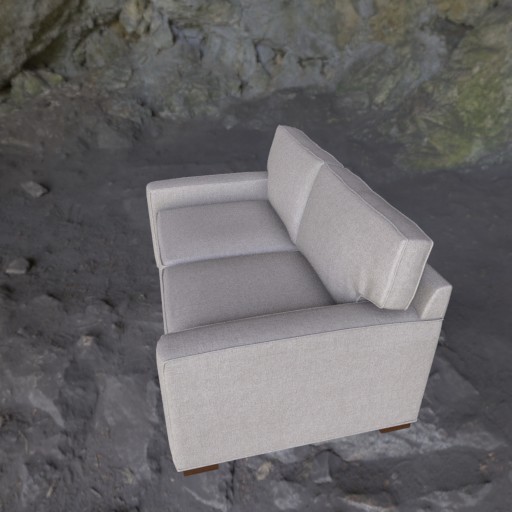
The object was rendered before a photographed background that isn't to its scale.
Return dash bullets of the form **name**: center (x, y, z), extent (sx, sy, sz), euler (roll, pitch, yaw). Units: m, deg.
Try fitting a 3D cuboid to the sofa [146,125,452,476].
- **sofa**: center (0.000, 0.000, 2.047), extent (0.940, 0.853, 1.484), euler (-7, 31, -11)
